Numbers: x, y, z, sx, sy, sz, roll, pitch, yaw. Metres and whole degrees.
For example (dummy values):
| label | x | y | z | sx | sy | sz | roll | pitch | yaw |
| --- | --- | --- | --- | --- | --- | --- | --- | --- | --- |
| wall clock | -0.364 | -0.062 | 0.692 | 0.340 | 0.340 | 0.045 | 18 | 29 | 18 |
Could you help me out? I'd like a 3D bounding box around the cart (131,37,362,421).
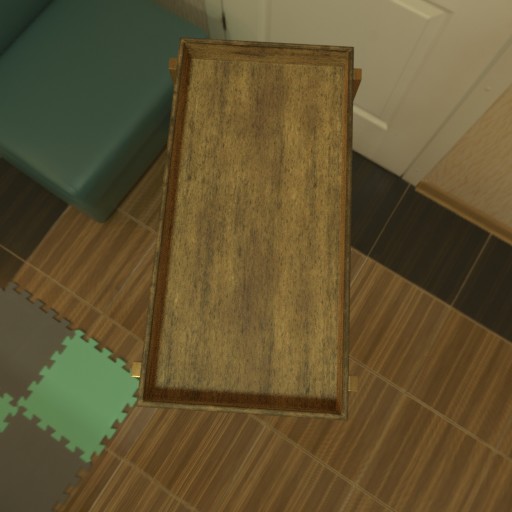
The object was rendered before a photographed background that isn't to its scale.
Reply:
| label | x | y | z | sx | sy | sz | roll | pitch | yaw |
| --- | --- | --- | --- | --- | --- | --- | --- | --- | --- |
| cart | 0.000 | 0.000 | 1.245 | 0.416 | 0.799 | 0.750 | 4 | 77 | 1 |
